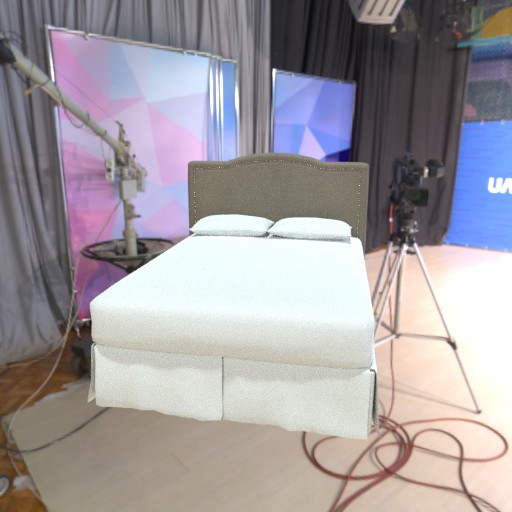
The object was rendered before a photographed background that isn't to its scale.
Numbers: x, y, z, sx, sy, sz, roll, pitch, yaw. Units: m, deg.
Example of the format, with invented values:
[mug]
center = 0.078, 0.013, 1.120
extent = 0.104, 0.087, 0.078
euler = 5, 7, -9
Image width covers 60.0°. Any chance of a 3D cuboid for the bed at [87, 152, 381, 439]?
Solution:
[bed]
center = 0.000, 0.000, 3.304
extent = 1.744, 1.441, 2.128
euler = 3, 15, 10
